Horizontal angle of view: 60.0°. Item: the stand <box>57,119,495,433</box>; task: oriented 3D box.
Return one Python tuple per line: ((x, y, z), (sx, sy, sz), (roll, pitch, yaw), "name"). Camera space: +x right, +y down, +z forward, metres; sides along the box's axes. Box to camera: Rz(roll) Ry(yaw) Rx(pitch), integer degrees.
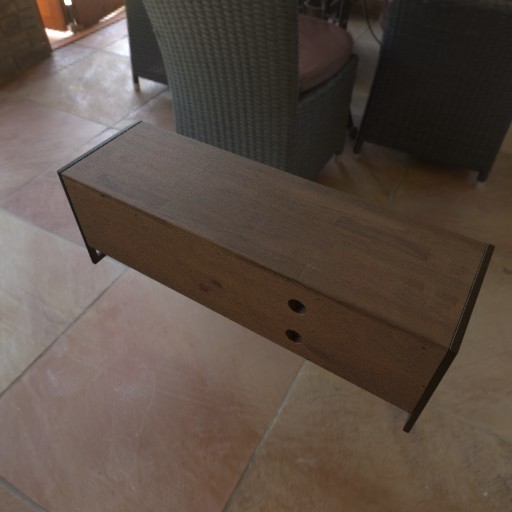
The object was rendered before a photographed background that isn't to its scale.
((0.000, 0.000, 1.703), (1.480, 0.506, 0.454), (24, 51, 21), "stand")
